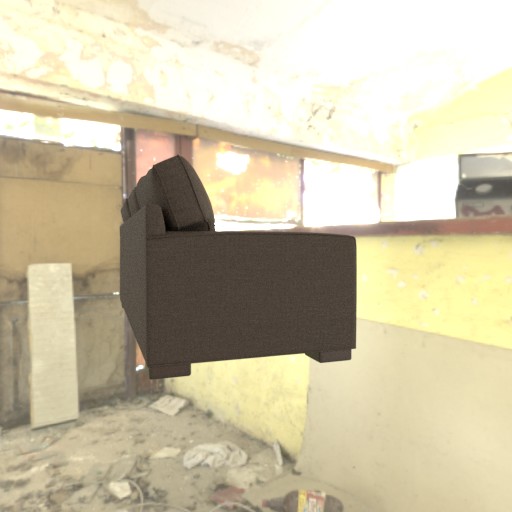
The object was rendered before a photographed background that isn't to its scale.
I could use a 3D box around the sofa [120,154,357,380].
[{"bbox_3d":[0.000,0.000,3.207,1.790,0.973,2.370,-1,2,-20],"label":"sofa"}]
